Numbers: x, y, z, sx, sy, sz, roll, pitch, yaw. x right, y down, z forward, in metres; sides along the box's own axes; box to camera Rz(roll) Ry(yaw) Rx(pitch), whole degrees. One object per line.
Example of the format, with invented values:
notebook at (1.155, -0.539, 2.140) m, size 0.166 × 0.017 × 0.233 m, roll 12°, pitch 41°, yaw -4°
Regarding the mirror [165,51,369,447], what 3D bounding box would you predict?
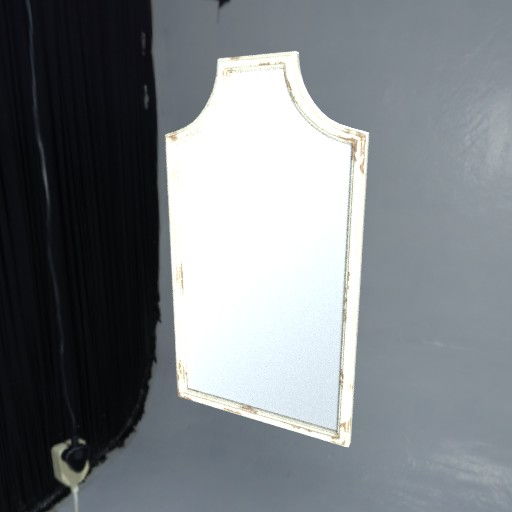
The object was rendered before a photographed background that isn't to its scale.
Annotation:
mirror at (0.000, 0.000, 0.857) m, size 0.403 × 0.717 × 0.022 m, roll 7°, pitch 16°, yaw 26°
